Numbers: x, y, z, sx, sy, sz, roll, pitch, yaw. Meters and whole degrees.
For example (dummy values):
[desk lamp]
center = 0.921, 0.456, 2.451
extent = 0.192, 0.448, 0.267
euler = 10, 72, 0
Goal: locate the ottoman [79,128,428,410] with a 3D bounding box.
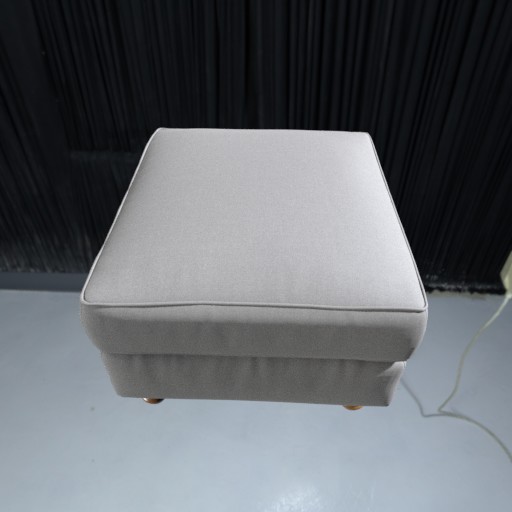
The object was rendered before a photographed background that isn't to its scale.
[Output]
[ottoman]
center = 0.000, 0.000, 1.152
extent = 0.662, 0.505, 0.721
euler = 1, 41, 1
